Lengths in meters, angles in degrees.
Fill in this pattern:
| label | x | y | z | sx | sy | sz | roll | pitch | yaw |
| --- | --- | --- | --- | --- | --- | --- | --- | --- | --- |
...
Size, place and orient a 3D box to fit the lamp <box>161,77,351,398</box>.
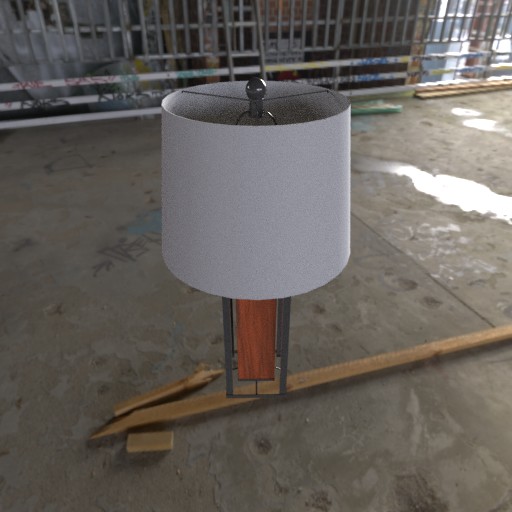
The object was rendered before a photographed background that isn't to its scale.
| label | x | y | z | sx | sy | sz | roll | pitch | yaw |
| --- | --- | --- | --- | --- | --- | --- | --- | --- | --- |
| lamp | 0.000 | 0.000 | 0.778 | 0.320 | 0.591 | 0.320 | 0 | 32 | 0 |
